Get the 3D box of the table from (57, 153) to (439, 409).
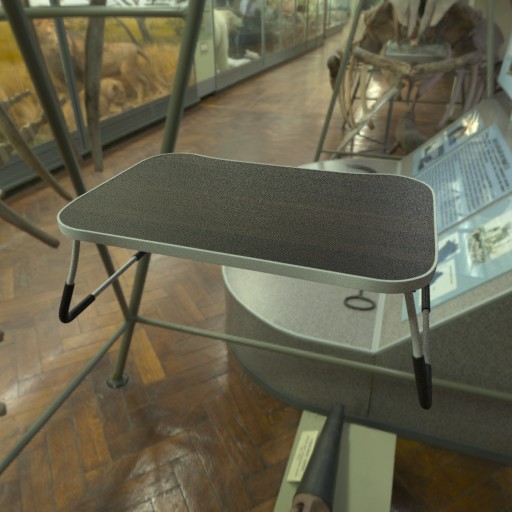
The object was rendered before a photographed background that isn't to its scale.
[{"bbox_3d":[0.000,0.000,0.829,0.660,0.232,0.400,9,32,16],"label":"table"}]
